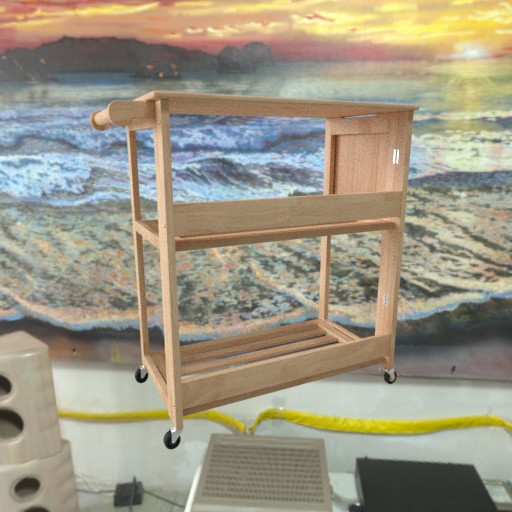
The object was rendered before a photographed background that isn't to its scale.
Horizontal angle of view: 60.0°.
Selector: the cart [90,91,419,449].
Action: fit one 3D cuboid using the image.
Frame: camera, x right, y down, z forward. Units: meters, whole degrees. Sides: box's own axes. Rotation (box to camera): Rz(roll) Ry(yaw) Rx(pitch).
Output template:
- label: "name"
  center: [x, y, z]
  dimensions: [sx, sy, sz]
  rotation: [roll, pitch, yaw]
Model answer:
- label: "cart"
  center: [0.000, 0.000, 1.359]
  dimensions: [0.853, 0.879, 0.432]
  rotation: [-7, 15, -25]
